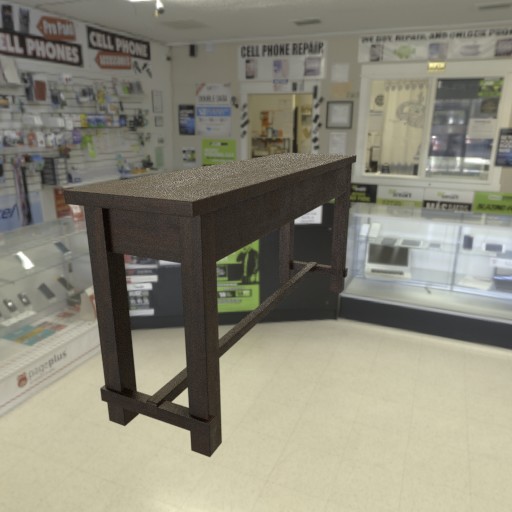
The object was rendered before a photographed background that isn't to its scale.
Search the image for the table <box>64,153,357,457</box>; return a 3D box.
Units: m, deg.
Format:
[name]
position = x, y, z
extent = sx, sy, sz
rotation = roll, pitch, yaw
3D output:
[table]
position = 0.000, 0.000, 1.912
extent = 0.442, 0.762, 1.599
rotation = 8, 19, 24
